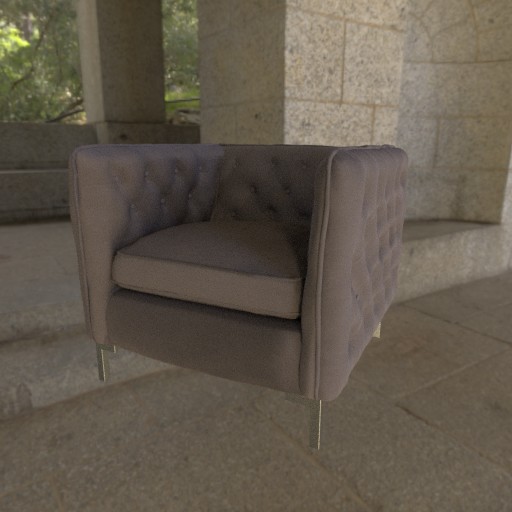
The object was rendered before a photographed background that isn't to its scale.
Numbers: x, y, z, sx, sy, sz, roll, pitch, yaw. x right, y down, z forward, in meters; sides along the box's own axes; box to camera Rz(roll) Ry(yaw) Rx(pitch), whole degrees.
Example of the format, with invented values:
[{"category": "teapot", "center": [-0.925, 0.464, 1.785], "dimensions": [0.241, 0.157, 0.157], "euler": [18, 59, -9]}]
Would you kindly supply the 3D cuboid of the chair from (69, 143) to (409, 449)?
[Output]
[{"category": "chair", "center": [0.000, 0.000, 1.645], "dimensions": [0.946, 0.807, 0.913], "euler": [7, 16, 26]}]
